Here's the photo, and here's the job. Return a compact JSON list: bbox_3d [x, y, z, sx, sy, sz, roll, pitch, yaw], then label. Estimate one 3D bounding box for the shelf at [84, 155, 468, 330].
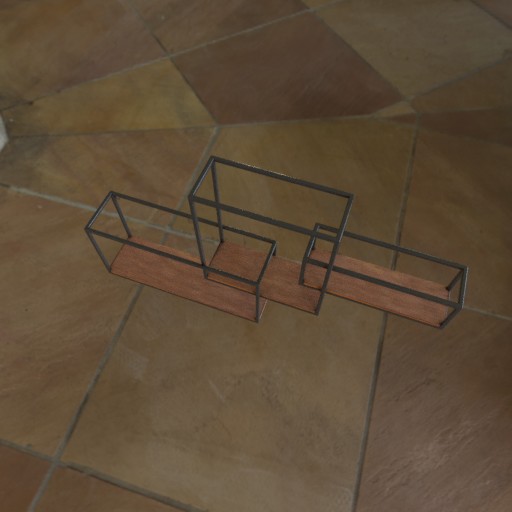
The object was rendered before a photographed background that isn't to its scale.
[{"bbox_3d":[0.000,0.000,2.151,1.781,0.972,0.275,17,60,10],"label":"shelf"}]
